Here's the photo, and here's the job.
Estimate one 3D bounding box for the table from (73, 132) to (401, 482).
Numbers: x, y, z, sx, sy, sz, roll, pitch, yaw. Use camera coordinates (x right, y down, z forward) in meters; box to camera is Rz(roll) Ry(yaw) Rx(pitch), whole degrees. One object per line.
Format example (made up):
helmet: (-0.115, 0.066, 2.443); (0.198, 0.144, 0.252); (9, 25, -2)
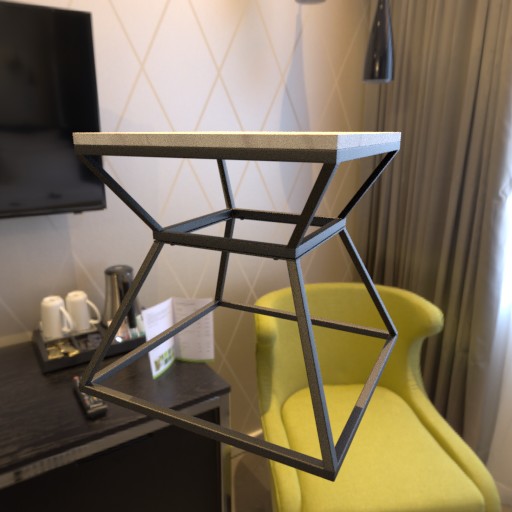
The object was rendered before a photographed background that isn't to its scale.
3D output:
table: (0.000, 0.000, 0.802); (0.455, 0.431, 0.455); (8, 18, 26)
